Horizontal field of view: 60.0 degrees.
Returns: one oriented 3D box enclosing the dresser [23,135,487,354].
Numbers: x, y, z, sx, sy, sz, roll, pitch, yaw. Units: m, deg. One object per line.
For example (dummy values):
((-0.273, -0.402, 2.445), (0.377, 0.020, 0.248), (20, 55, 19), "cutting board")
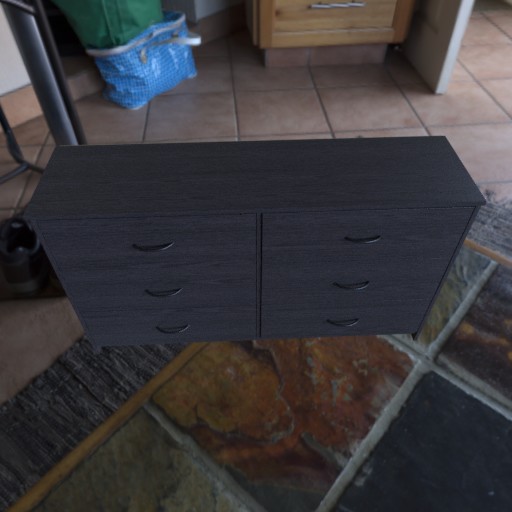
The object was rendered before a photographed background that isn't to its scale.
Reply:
((0.000, 0.000, 1.686), (1.360, 0.755, 0.401), (-2, 47, -2), "dresser")
